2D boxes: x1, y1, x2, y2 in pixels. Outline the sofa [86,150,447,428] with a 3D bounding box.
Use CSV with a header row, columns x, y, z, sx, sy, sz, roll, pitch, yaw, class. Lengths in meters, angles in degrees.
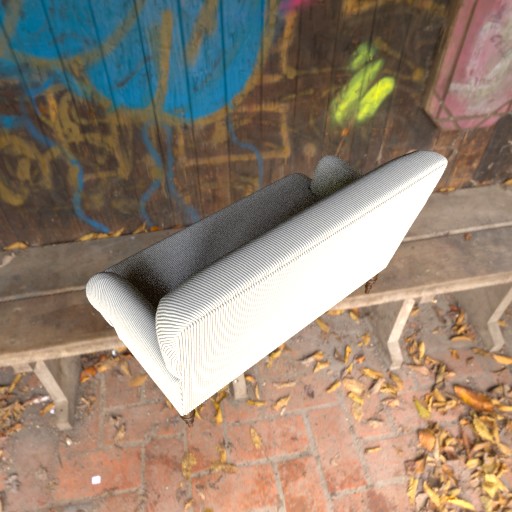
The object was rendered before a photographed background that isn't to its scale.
x,y,z,sx,sy,sz,roll,pitch,yaw,class
0.000,0.000,1.841,1.297,0.889,0.779,-31,54,-26,sofa
